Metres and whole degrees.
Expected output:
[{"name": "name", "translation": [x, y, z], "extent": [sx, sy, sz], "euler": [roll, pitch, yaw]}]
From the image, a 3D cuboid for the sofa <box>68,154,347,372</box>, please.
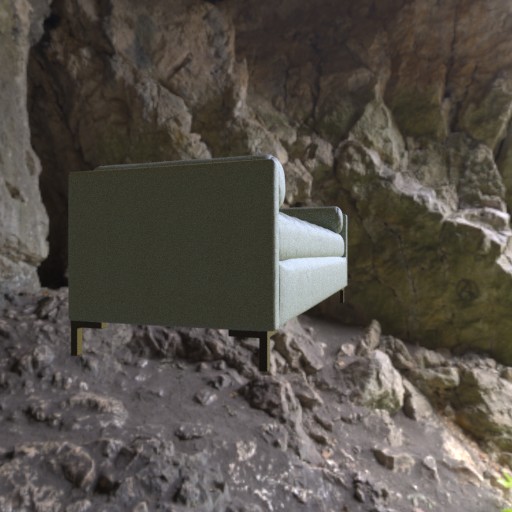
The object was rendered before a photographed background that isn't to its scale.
[{"name": "sofa", "translation": [0.000, 0.000, 2.454], "extent": [0.796, 0.705, 2.102], "euler": [0, 0, 18]}]
